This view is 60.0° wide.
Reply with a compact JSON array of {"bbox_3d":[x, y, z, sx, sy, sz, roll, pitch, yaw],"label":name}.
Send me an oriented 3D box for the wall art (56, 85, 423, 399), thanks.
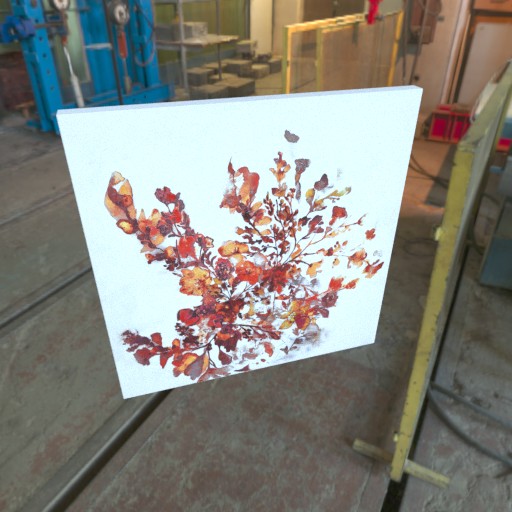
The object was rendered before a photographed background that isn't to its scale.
[{"bbox_3d":[0.000,0.000,1.099,0.757,0.757,0.037,-9,34,-14],"label":"wall art"}]
